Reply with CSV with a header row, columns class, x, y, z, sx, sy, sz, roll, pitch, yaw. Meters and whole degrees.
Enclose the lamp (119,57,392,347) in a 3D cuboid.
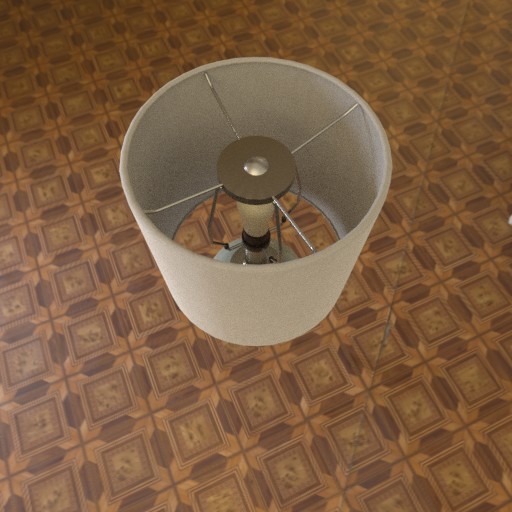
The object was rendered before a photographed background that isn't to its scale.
class,x,y,z,sx,sy,sz,roll,pitch,yaw
lamp,0.000,0.000,0.486,0.201,0.353,0.201,31,67,14
